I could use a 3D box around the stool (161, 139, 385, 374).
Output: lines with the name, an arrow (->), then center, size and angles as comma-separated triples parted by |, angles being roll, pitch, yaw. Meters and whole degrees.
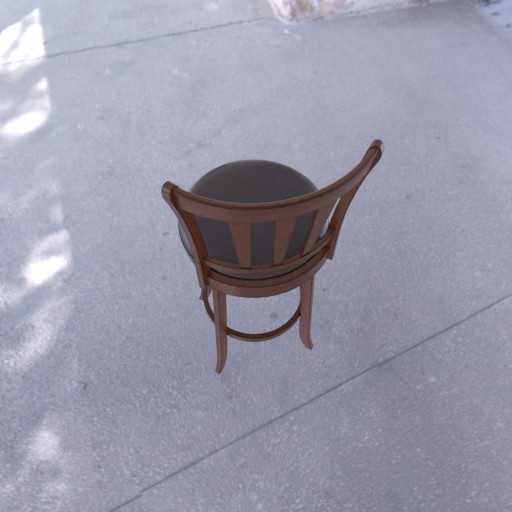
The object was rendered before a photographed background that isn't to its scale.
stool -> 0.000, 0.000, 1.452 | 0.464, 1.177, 0.503 | -13, 59, -8
